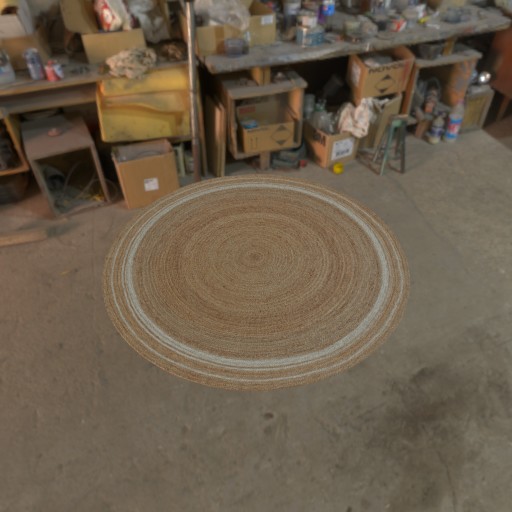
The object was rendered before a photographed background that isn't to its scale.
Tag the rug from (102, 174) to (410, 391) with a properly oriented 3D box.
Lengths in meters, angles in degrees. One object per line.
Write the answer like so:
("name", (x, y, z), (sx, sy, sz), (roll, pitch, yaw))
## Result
("rug", (0.000, 0.000, 3.632), (2.444, 0.015, 2.444), (0, 43, 0))
